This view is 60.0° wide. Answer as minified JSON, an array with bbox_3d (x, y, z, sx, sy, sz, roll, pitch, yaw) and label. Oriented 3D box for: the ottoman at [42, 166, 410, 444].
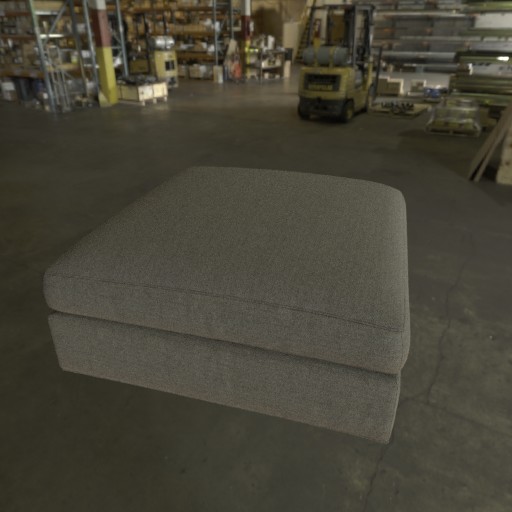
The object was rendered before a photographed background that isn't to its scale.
[{"bbox_3d":[0.000,0.000,1.619,1.041,0.470,1.041,8,28,14],"label":"ottoman"}]
